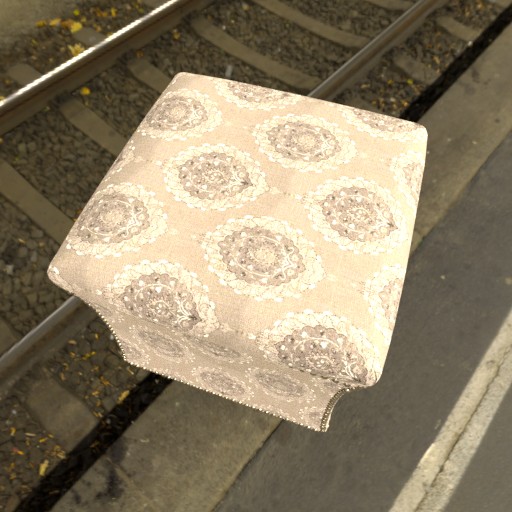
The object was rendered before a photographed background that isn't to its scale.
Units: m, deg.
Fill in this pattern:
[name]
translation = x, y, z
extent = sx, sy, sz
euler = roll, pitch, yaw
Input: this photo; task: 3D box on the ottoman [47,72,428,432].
[ottoman]
translation = 0.000, 0.000, 0.881
extent = 0.507, 0.473, 0.497
euler = 17, 61, 10
